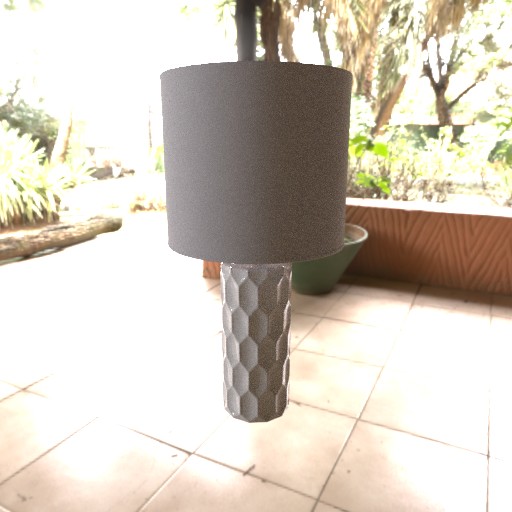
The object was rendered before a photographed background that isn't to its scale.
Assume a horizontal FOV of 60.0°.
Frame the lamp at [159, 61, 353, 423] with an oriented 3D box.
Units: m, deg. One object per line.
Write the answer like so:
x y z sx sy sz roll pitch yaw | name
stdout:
0.000 0.000 0.713 0.277 0.537 0.277 7 16 26 | lamp
